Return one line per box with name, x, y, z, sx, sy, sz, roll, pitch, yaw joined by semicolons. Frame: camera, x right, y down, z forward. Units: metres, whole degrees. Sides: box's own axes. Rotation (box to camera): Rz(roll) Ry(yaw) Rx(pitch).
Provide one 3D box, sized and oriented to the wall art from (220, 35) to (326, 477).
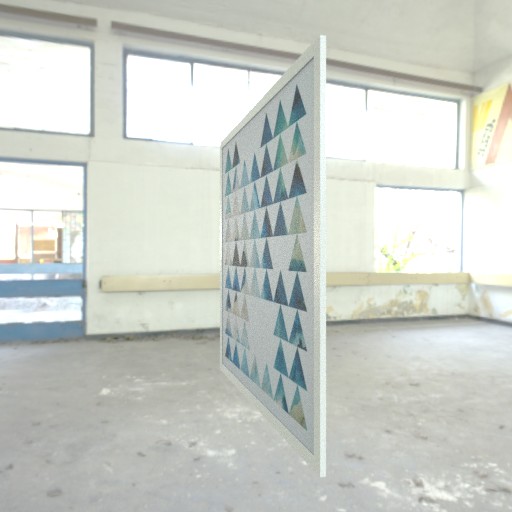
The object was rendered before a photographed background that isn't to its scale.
wall art;0.000;0.000;1.198;0.012;0.809;0.809;0;0;-18
